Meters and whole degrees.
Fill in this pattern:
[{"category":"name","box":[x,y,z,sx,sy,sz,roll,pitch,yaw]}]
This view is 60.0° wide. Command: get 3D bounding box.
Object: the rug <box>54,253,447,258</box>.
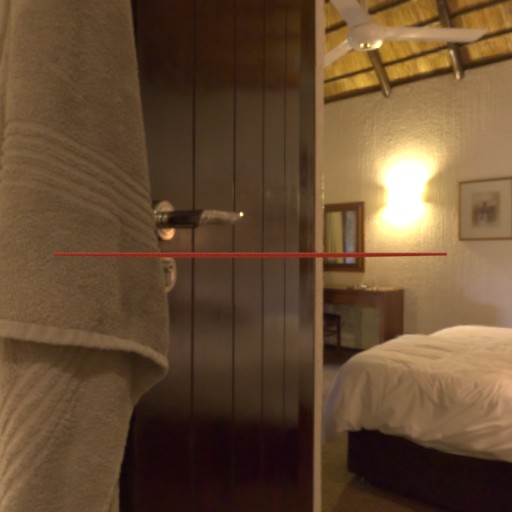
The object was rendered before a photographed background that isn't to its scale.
[{"category":"rug","box":[0.000,0.000,2.897,1.593,0.013,2.211,0,0,2]}]
